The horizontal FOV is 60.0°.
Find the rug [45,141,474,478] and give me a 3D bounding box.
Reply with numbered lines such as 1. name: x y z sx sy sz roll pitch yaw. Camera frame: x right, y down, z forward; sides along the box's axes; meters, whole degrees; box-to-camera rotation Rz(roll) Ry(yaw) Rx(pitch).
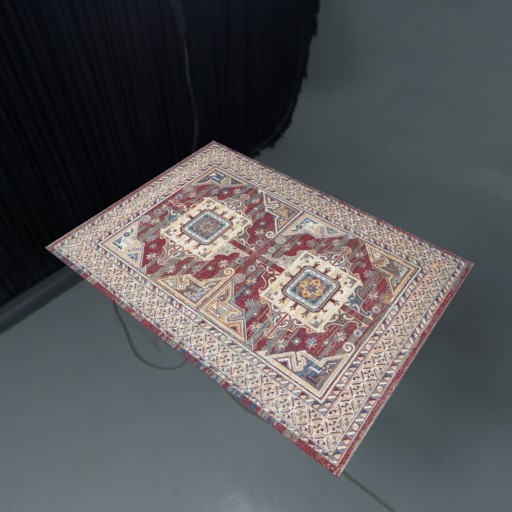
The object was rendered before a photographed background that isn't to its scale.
1. rug: 0.000 0.000 2.817 2.210 0.011 1.599 31 54 25
